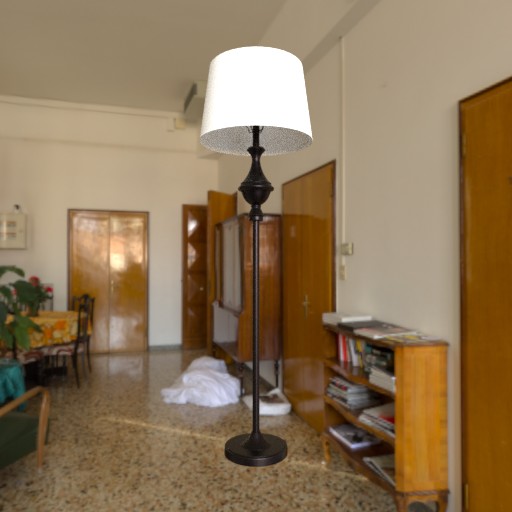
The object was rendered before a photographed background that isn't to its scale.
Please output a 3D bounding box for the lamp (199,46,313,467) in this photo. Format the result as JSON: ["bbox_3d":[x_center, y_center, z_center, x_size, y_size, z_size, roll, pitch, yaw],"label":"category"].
[{"bbox_3d":[0.000,0.000,1.686,0.431,1.484,0.431,0,-1,0],"label":"lamp"}]
